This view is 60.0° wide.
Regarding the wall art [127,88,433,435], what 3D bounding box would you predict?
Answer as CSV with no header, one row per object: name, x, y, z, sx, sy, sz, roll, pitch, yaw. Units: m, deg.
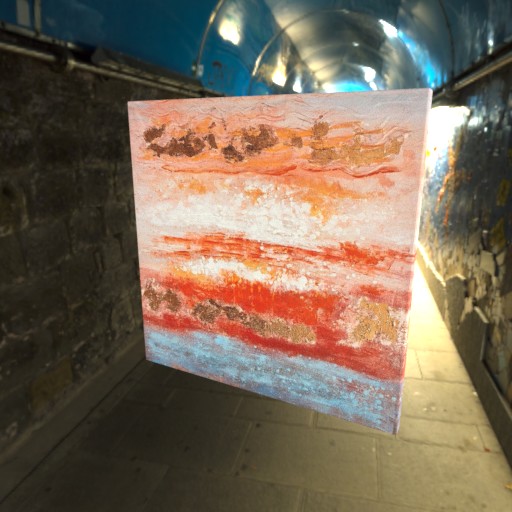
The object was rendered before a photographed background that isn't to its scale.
wall art,0.000,0.000,1.098,0.747,0.747,0.035,8,17,27
